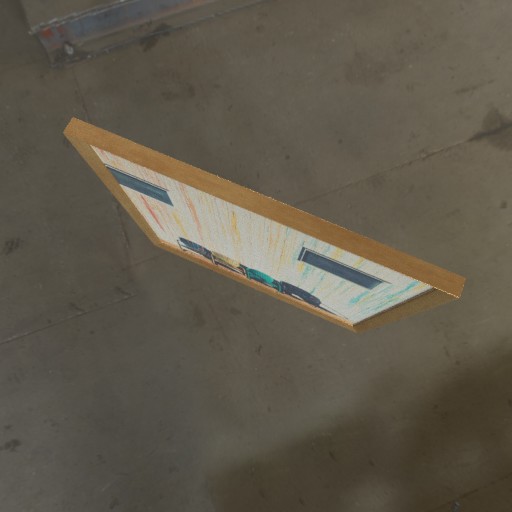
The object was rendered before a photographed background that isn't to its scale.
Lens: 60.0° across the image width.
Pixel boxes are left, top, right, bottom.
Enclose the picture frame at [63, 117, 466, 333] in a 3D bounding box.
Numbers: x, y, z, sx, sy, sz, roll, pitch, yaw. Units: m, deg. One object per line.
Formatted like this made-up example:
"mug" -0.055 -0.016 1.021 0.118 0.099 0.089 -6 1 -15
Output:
"picture frame" 0.000 0.000 1.147 0.758 0.761 0.037 23 77 6
